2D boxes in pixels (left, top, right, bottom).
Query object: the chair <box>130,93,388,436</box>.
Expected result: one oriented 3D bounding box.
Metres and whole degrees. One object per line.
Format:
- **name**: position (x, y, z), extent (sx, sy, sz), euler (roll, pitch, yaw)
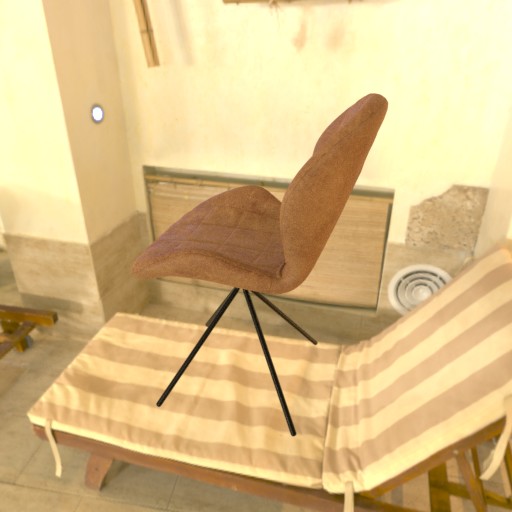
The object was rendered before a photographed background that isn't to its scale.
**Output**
- **chair**: position (0.000, 0.000, 1.314), extent (0.640, 0.929, 0.527), euler (7, 29, 13)
